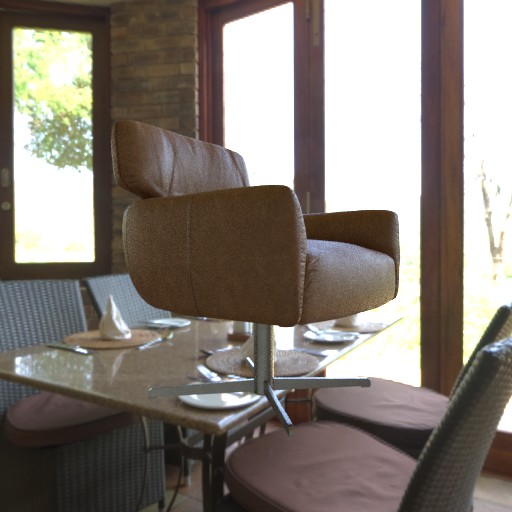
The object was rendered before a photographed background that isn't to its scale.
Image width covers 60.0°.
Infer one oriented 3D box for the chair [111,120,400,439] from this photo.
[{"bbox_3d":[0.000,0.000,1.331,0.715,0.812,0.706,0,1,35],"label":"chair"}]
